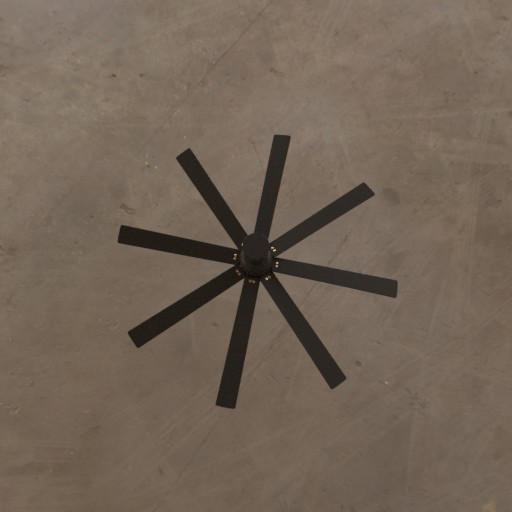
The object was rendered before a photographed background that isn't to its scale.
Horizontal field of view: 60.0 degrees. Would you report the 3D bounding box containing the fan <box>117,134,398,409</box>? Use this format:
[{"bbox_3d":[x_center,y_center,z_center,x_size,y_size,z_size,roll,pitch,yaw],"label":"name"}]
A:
[{"bbox_3d":[0.000,0.000,2.725,1.830,0.472,1.830,-33,78,-8],"label":"fan"}]
